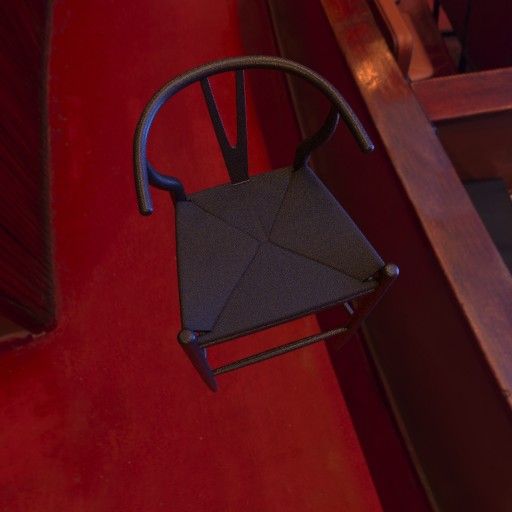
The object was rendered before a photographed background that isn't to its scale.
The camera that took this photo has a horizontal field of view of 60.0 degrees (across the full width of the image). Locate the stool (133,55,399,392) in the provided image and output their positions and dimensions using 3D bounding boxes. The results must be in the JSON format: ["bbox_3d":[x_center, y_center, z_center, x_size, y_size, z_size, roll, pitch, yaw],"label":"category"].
[{"bbox_3d":[0.000,0.000,1.428,0.569,1.072,0.579,-17,66,-8],"label":"stool"}]
